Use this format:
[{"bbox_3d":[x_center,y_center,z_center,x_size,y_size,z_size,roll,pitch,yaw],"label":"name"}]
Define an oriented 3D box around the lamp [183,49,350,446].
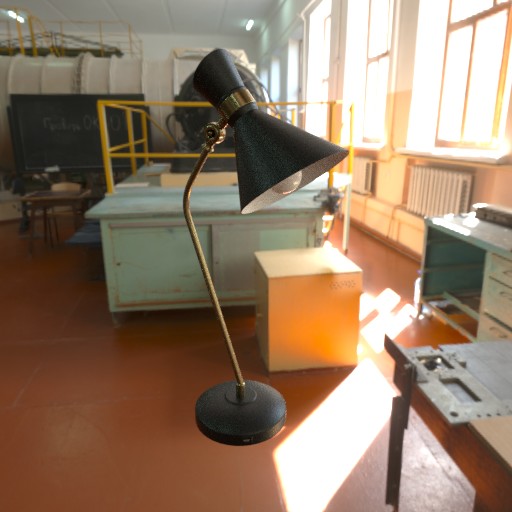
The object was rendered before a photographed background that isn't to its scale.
[{"bbox_3d":[0.000,0.000,0.749,0.292,0.647,0.189,8,18,26],"label":"lamp"}]
